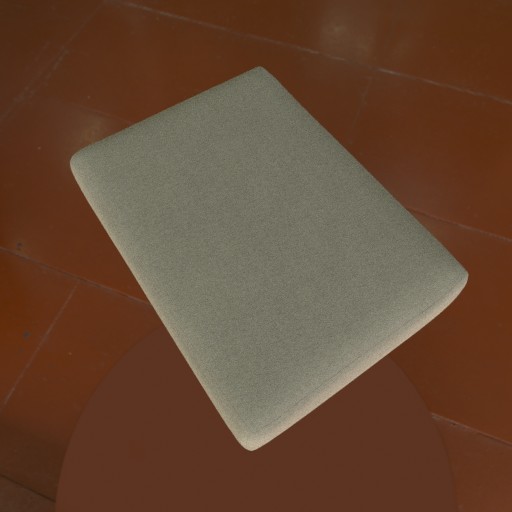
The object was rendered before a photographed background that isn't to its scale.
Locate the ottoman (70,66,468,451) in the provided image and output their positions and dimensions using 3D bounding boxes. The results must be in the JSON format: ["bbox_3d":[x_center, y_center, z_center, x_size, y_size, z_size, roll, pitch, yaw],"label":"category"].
[{"bbox_3d":[0.000,0.000,1.134,0.569,0.504,0.773,-31,67,-15],"label":"ottoman"}]
